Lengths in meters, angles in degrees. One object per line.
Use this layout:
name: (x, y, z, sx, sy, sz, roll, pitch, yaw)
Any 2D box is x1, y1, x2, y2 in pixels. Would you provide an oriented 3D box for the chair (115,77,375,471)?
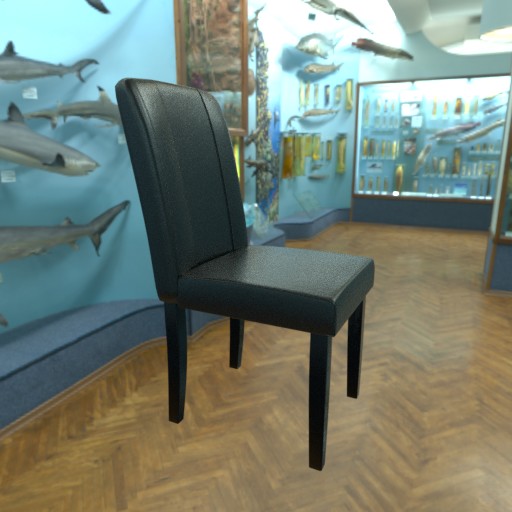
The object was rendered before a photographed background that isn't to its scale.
chair: (0.000, 0.000, 1.189, 0.556, 0.897, 0.399, 7, 16, 25)
